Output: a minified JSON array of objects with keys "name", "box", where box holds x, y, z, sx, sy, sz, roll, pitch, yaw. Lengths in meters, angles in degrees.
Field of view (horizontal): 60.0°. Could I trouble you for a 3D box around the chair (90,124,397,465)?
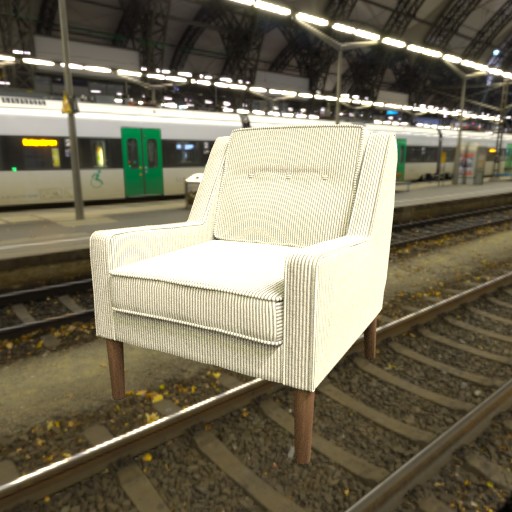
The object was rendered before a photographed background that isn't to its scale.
[{"name":"chair","box":[0.000,0.000,1.346,0.663,0.792,0.743,7,14,28]}]
